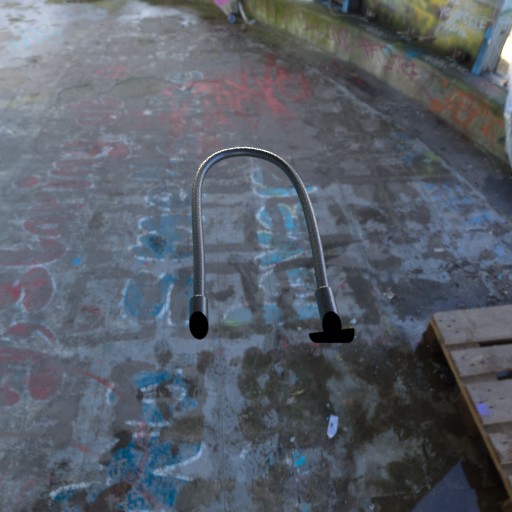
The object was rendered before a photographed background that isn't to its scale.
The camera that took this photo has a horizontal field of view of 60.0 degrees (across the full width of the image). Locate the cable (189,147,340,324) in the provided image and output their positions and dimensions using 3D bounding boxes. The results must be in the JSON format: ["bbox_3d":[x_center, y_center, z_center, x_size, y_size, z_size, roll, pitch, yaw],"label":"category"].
[{"bbox_3d":[0.000,0.000,0.115,0.040,0.006,0.098,-4,47,-3],"label":"cable"}]
